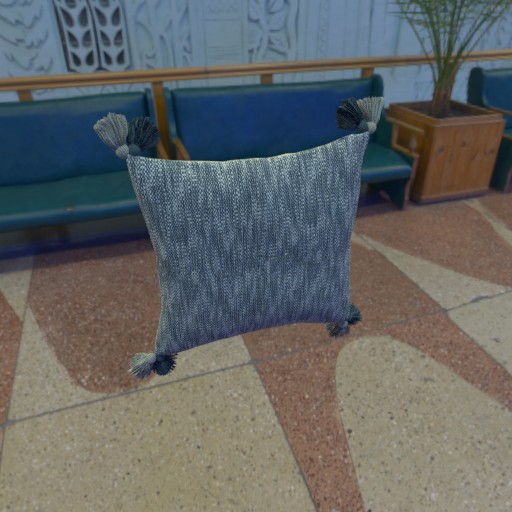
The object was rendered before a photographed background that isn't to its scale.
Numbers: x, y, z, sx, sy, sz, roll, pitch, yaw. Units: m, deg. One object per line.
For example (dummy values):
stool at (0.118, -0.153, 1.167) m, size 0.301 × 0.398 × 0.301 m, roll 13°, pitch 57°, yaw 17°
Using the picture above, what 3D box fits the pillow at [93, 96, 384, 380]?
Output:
pillow at (0.000, 0.000, 0.948) m, size 0.614 × 0.634 × 0.138 m, roll -9°, pitch 33°, yaw -14°
